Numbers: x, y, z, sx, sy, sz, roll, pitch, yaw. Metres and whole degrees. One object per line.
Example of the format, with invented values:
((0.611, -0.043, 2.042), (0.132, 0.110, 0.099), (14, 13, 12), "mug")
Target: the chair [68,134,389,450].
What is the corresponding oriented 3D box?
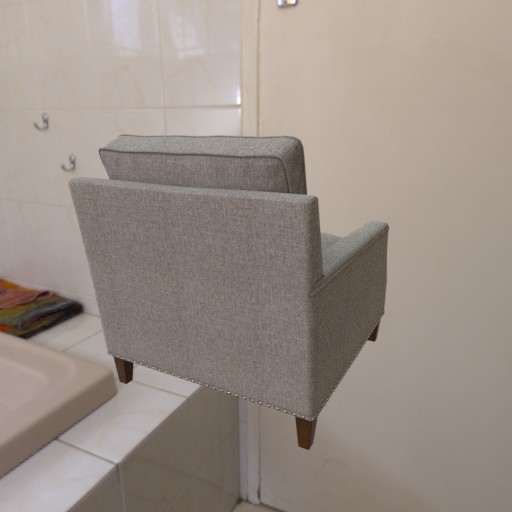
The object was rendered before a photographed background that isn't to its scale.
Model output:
((0.000, 0.000, 1.756), (0.853, 0.943, 1.014), (9, 19, 27), "chair")
